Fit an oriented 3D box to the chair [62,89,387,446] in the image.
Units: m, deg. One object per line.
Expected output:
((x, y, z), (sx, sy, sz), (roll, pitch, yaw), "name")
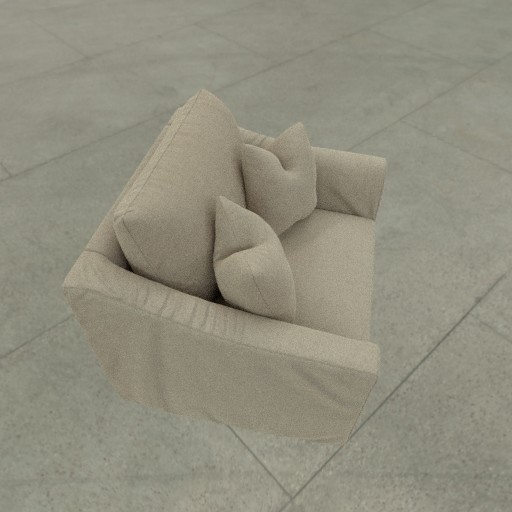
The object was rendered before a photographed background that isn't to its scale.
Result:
((0.000, 0.000, 1.985), (1.071, 1.093, 1.194), (9, 48, 8), "chair")
